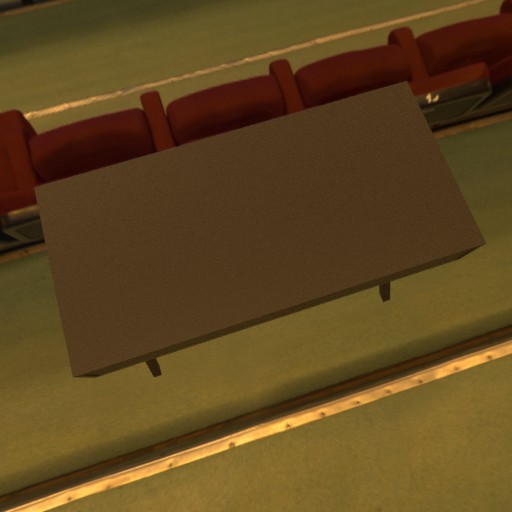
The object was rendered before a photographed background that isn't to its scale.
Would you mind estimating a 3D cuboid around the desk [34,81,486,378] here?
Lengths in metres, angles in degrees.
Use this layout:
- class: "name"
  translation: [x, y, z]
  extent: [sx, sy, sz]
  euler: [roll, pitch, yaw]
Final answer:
- class: "desk"
  translation: [0.000, 0.000, 1.514]
  extent: [1.057, 0.780, 0.504]
  euler: [-17, 75, -5]
